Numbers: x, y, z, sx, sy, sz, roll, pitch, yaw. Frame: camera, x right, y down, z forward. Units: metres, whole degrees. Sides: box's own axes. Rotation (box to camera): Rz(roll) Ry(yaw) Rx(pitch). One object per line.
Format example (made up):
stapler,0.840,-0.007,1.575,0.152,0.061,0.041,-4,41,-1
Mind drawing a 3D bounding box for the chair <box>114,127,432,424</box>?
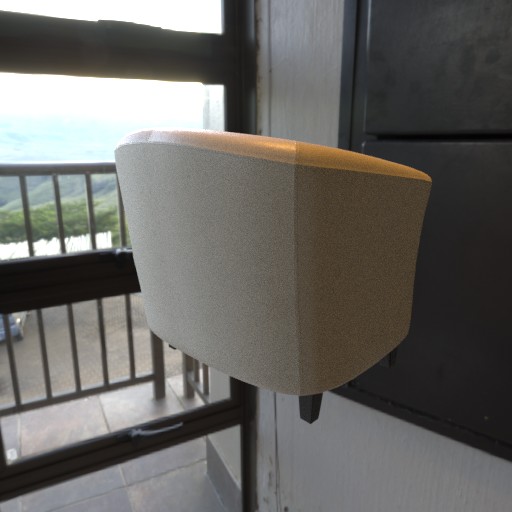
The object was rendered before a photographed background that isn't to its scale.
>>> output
chair,0.000,0.000,1.382,0.792,0.756,0.727,14,20,43
